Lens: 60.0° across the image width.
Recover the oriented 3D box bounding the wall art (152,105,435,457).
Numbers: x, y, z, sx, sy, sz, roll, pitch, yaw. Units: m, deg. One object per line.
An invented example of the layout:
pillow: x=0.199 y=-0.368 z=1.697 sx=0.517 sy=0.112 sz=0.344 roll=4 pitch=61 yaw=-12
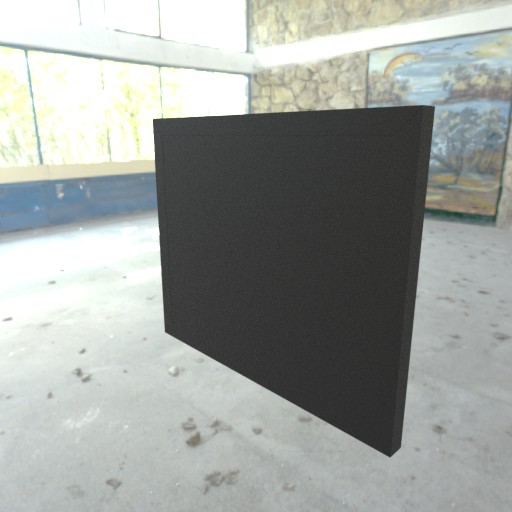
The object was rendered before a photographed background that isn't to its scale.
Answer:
wall art: x=0.000 y=0.000 z=0.749 sx=0.029 sy=0.457 sz=0.558 roll=-14 pitch=21 yaw=-42
